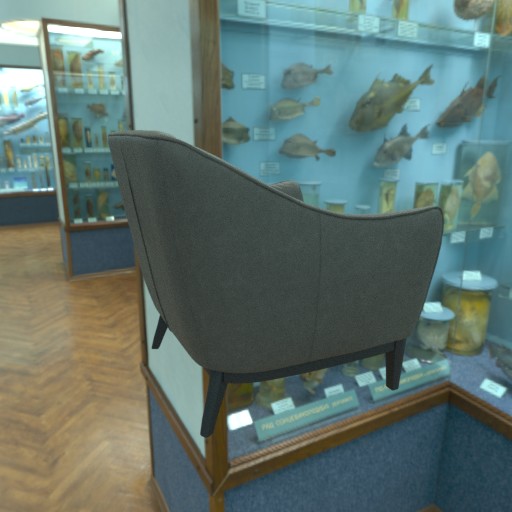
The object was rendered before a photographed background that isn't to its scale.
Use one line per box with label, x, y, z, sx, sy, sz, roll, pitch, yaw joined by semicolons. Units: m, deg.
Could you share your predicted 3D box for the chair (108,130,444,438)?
chair;0.000;0.000;1.527;0.852;0.830;0.871;-7;17;-25
